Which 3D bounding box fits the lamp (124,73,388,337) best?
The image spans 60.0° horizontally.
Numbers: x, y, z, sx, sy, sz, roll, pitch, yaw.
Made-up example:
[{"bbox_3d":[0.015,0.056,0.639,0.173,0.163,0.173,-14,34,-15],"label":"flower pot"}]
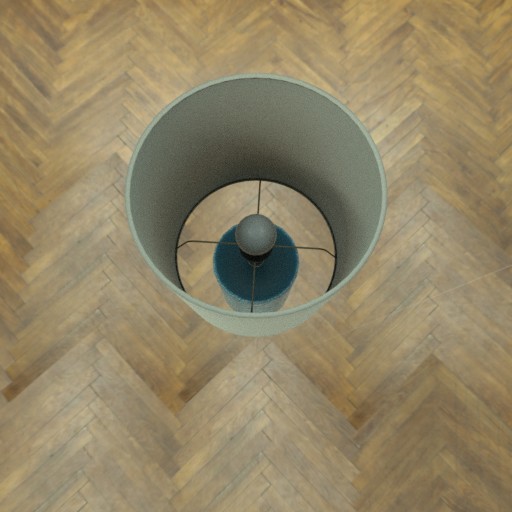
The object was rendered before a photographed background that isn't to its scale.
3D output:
[{"bbox_3d":[0.000,0.000,0.759,0.278,0.597,0.278,3,76,1],"label":"lamp"}]
